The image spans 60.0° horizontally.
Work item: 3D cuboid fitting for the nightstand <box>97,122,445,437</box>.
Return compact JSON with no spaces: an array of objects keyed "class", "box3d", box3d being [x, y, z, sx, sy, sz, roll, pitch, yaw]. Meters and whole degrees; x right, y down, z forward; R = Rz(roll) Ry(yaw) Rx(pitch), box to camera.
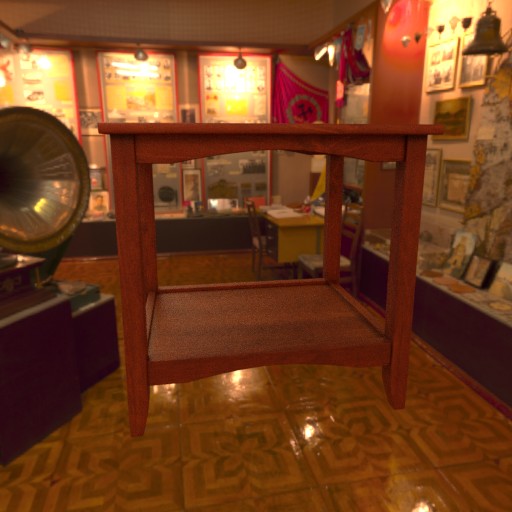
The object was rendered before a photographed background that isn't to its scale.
[{"class":"nightstand","box3d":[0.000,0.000,1.004,0.558,0.558,0.501,-2,15,-9]}]
